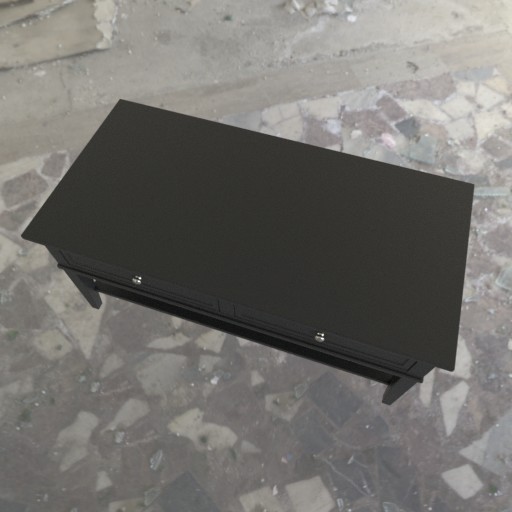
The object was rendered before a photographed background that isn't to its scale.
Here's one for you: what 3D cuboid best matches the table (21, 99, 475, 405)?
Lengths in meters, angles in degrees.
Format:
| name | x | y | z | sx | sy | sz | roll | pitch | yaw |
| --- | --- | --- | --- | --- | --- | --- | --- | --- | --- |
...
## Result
| name | x | y | z | sx | sy | sz | roll | pitch | yaw |
| --- | --- | --- | --- | --- | --- | --- | --- | --- | --- |
| table | 0.000 | 0.000 | 1.330 | 1.044 | 0.470 | 0.523 | 16 | 61 | 9 |
